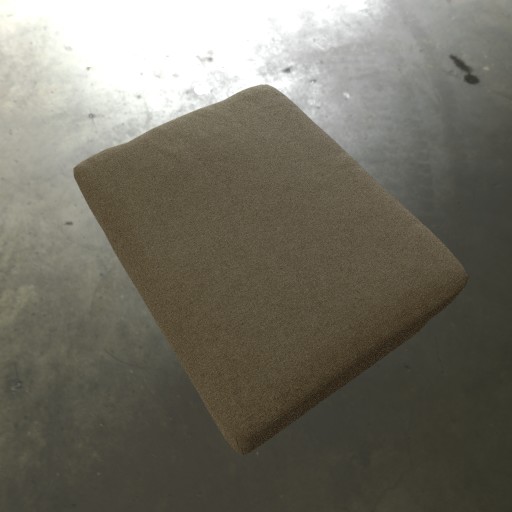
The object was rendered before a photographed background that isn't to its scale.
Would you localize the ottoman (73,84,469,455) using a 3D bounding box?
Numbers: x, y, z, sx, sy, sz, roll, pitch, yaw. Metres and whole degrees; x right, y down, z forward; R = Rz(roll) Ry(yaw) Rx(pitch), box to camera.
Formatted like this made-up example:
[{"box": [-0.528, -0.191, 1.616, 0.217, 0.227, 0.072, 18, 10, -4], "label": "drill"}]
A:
[{"box": [0.000, 0.000, 1.313, 0.692, 0.511, 0.889, -30, 63, -17], "label": "ottoman"}]
